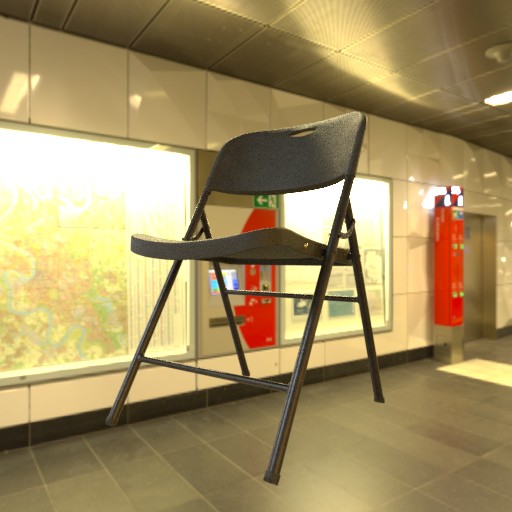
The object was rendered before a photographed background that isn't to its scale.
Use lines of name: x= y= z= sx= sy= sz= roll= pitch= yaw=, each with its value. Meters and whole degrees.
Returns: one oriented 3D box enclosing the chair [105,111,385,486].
chair: x=0.000 y=0.000 z=1.147 sx=0.494 sy=0.810 sz=0.566 roll=0 pitch=0 yaw=36
